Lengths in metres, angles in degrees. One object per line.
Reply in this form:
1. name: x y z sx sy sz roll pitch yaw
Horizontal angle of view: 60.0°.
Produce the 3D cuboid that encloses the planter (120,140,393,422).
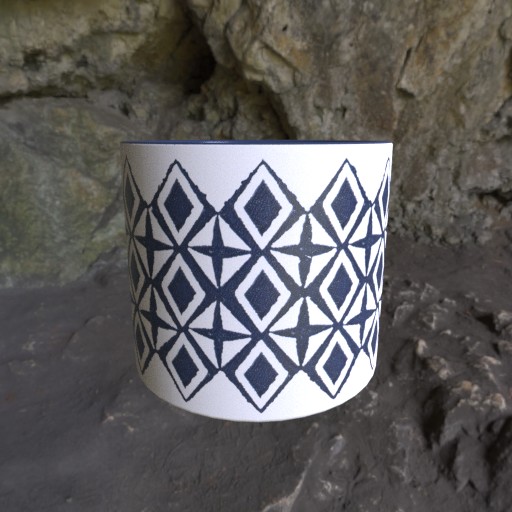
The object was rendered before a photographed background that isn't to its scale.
1. planter: 0.000 0.000 0.327 0.182 0.165 0.182 0 15 0
